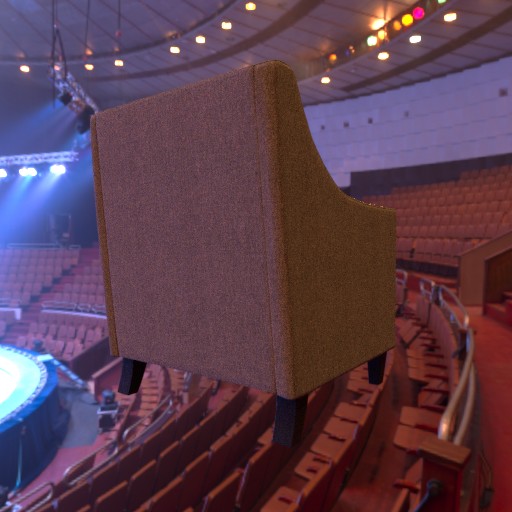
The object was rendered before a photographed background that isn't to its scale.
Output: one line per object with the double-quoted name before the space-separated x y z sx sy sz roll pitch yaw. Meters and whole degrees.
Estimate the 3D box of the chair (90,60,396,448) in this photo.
"chair" 0.000 0.000 1.613 0.776 0.967 0.884 1 2 37
